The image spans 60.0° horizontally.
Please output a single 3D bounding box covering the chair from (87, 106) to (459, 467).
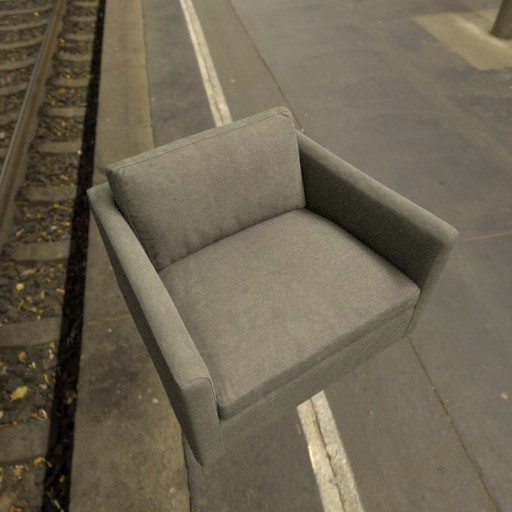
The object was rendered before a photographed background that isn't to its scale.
[{"bbox_3d":[0.000,0.000,1.938,1.190,0.845,1.091,-25,51,-22],"label":"chair"}]
